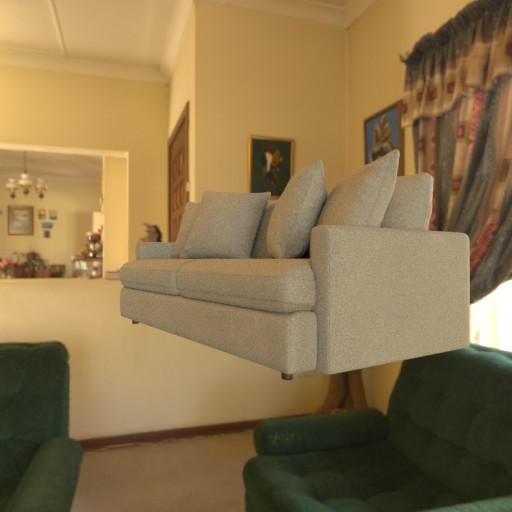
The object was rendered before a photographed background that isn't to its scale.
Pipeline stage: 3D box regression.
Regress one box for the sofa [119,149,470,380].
[{"bbox_3d":[0.000,0.000,3.033,1.228,1.084,2.380,0,0,-34],"label":"sofa"}]
